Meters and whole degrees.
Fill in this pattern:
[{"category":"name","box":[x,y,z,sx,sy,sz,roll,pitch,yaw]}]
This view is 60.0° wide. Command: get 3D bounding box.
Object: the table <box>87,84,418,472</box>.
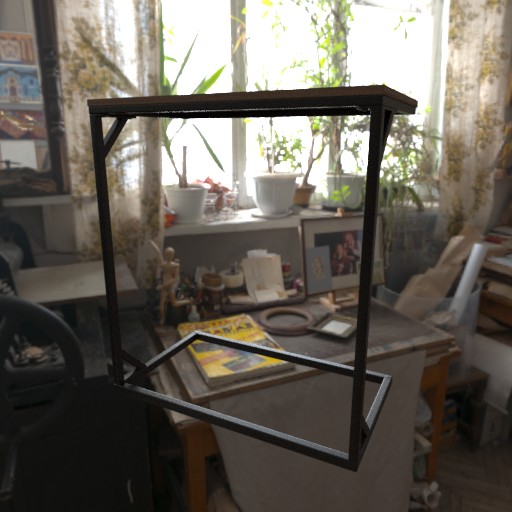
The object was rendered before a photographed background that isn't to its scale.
[{"category":"table","box":[0.000,0.000,1.011,0.597,0.673,0.351,8,17,26]}]
